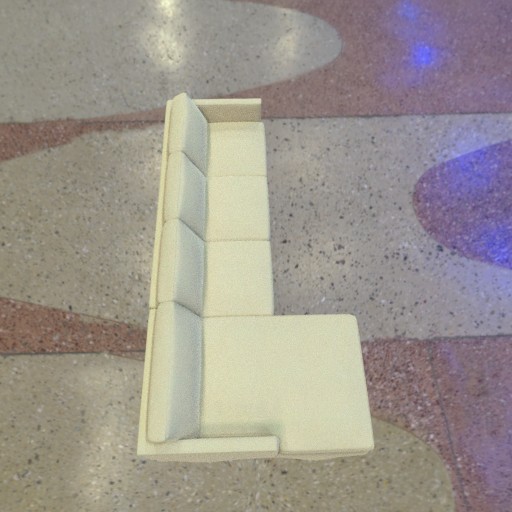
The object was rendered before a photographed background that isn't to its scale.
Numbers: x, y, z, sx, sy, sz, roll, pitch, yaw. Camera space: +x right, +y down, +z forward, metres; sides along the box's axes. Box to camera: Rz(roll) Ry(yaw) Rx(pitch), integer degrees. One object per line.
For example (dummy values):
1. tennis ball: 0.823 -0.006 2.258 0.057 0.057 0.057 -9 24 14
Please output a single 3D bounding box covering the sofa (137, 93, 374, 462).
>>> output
1. sofa: 0.000 0.000 3.829 1.650 0.922 3.205 -2 62 -1
